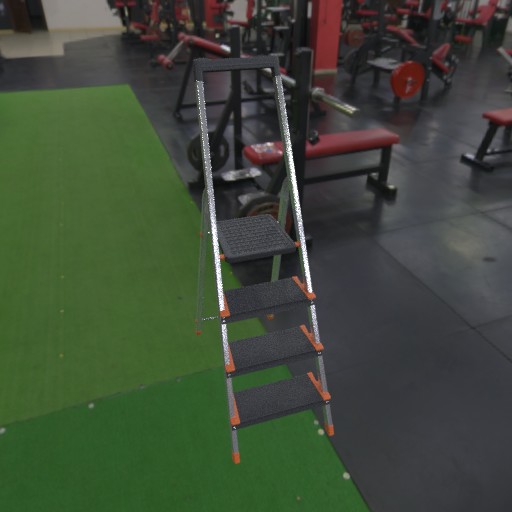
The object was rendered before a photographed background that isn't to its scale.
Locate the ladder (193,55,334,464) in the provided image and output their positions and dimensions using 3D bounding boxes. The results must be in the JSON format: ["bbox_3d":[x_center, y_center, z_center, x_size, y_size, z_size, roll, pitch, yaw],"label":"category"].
[{"bbox_3d":[0.000,0.000,1.810,0.452,1.429,0.834,-10,35,-15],"label":"ladder"}]
